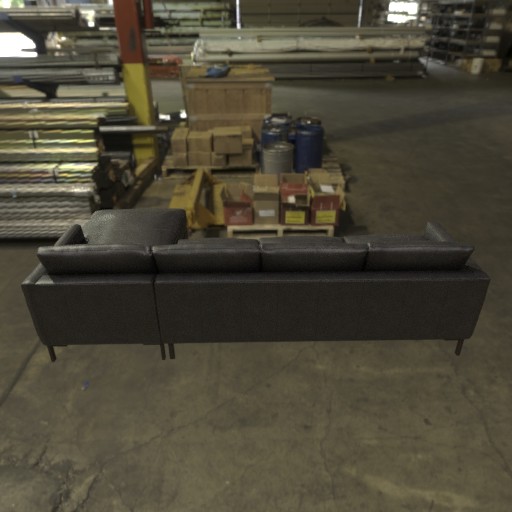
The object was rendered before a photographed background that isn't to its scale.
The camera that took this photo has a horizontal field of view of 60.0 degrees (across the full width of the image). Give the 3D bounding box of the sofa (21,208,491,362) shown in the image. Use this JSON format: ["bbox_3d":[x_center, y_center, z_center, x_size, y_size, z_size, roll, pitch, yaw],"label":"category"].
[{"bbox_3d":[0.000,0.000,3.529,2.993,0.859,1.471,-1,29,-1],"label":"sofa"}]
